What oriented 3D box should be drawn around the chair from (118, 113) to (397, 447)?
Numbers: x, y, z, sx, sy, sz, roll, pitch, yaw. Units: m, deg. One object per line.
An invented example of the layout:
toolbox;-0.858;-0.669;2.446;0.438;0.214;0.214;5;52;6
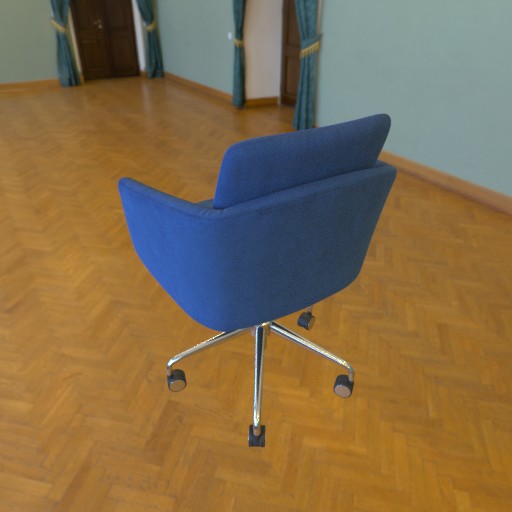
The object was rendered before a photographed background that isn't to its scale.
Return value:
chair;0.000;0.000;1.344;0.641;0.908;0.635;-19;36;-28
